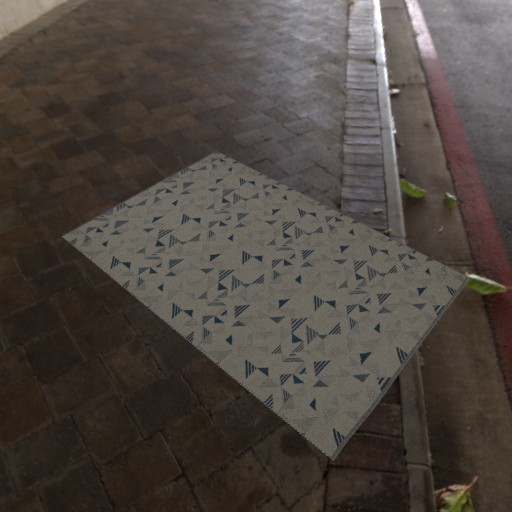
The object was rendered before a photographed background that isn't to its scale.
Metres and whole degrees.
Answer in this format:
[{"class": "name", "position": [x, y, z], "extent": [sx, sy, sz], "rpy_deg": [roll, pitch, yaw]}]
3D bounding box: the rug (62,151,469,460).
[{"class": "rug", "position": [0.000, 0.000, 2.356], "extent": [1.835, 0.003, 1.206], "rpy_deg": [32, 53, 28]}]
